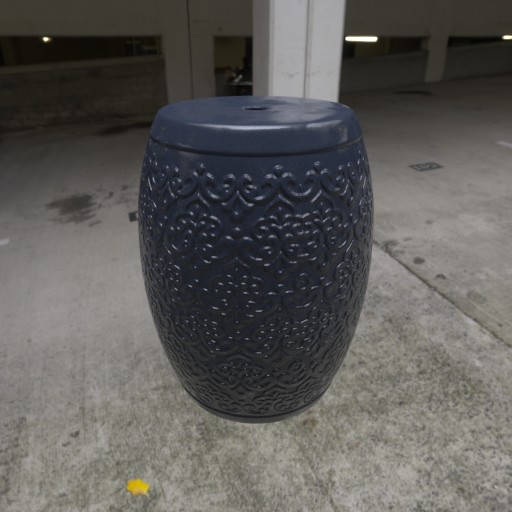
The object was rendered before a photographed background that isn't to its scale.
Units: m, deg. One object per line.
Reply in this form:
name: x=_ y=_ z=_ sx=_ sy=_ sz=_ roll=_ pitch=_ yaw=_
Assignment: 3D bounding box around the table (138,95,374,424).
table: x=0.000 y=0.000 z=0.615 sx=0.309 sy=0.397 sz=0.309 roll=0 pitch=27 yaw=0
